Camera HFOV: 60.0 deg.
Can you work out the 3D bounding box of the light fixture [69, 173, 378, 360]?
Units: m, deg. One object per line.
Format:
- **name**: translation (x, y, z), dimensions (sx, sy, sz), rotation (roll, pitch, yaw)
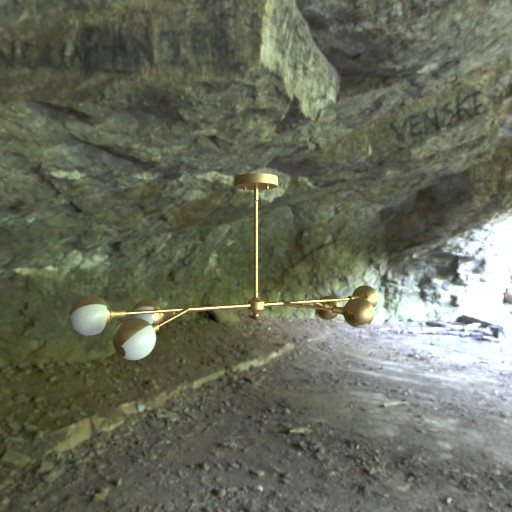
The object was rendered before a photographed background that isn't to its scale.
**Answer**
- **light fixture**: translation (0.000, 0.000, 1.020), dimensions (0.778, 0.362, 0.434), rotation (0, -1, -19)
